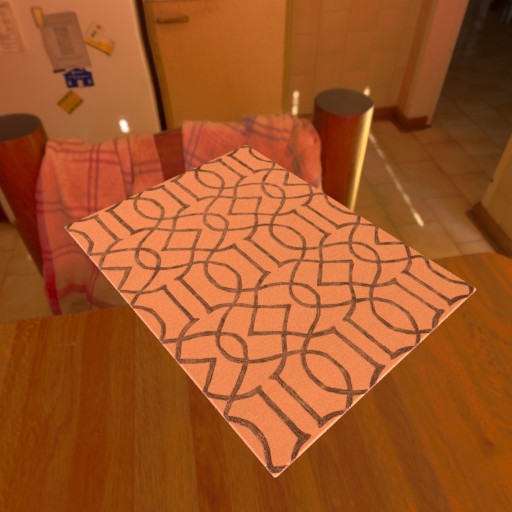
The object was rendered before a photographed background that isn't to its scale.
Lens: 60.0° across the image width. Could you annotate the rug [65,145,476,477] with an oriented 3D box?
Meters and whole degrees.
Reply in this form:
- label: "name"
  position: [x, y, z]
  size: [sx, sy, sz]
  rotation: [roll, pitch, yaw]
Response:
- label: "rug"
  position: [0.000, 0.000, 3.859]
  size: [2.211, 0.021, 2.910]
  rotation: [-31, 53, -27]
